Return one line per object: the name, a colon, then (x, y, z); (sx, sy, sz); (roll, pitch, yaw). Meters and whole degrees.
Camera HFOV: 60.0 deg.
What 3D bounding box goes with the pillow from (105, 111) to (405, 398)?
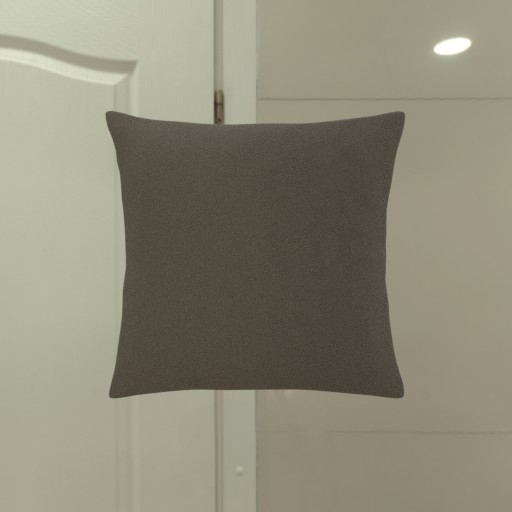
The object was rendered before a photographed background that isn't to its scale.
pillow: (0.000, 0.000, 0.783); (0.526, 0.507, 0.166); (0, 1, 0)
